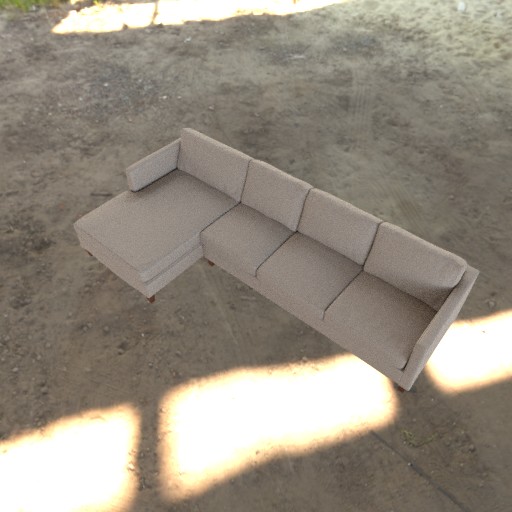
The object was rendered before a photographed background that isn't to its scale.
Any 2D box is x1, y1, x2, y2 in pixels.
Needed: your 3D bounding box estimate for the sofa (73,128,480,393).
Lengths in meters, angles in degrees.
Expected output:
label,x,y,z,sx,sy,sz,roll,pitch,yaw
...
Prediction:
label,x,y,z,sx,sy,sz,roll,pitch,yaw
sofa,0.000,0.000,3.872,3.186,0.846,1.625,31,54,26
